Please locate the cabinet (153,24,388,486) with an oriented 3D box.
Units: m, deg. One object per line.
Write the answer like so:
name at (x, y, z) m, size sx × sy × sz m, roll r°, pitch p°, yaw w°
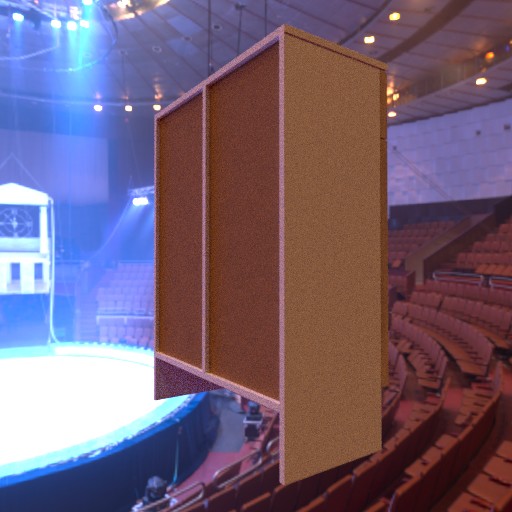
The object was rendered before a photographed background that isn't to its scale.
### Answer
cabinet at (0.000, 0.000, 1.111) m, size 0.296 × 0.815 × 0.600 m, roll 1°, pitch -1°, yaw -35°
